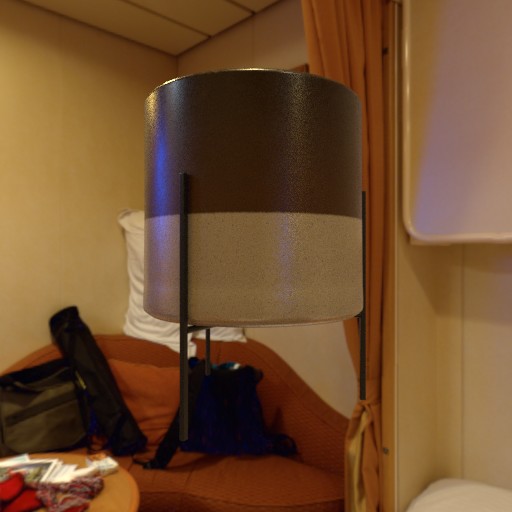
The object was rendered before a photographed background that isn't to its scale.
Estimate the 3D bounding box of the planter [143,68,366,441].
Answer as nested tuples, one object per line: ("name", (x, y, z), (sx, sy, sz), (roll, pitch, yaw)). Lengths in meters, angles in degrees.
("planter", (0.000, 0.000, 0.715), (0.354, 0.465, 0.345), (0, 0, 0))
